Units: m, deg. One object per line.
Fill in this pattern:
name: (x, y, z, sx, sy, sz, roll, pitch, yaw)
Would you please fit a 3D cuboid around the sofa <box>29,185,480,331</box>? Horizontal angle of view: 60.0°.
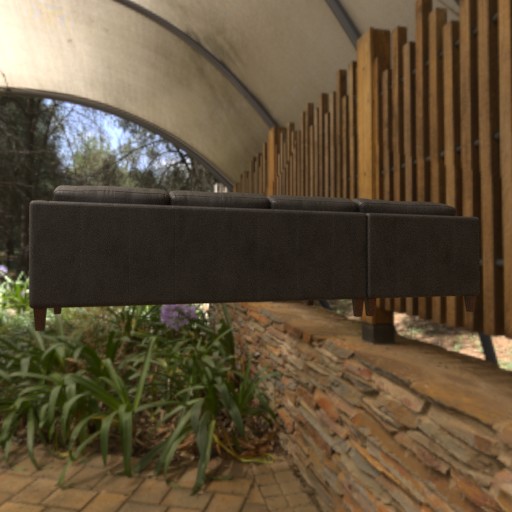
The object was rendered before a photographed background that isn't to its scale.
sofa: (0.000, 0.000, 3.742, 3.203, 0.883, 1.581, 0, -1, -18)
